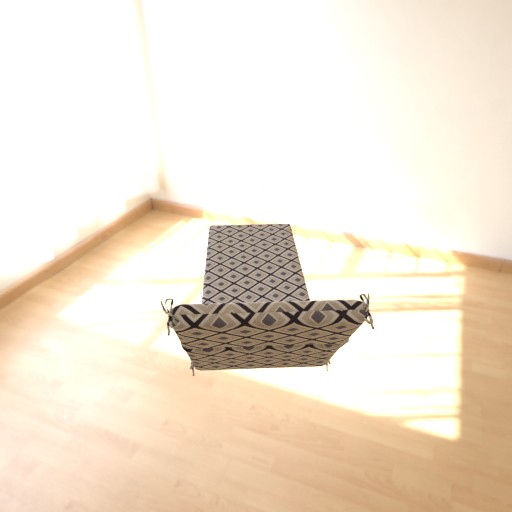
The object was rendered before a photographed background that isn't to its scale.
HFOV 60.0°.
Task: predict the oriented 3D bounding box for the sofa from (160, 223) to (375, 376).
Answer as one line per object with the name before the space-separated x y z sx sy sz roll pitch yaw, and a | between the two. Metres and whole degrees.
sofa | 0.000 0.000 1.983 0.582 0.622 1.663 -1 30 -2
